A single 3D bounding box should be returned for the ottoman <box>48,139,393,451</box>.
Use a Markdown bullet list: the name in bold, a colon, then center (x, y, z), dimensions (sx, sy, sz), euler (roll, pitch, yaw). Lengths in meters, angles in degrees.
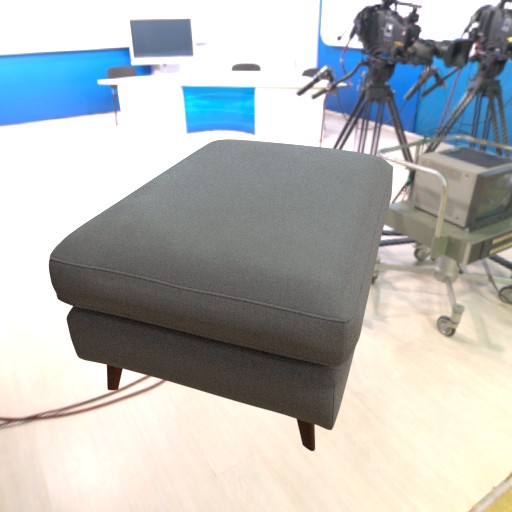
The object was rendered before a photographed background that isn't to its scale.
- **ottoman**: center (0.000, 0.000, 1.149), dimensions (0.608, 0.449, 0.811), euler (10, 32, 17)
